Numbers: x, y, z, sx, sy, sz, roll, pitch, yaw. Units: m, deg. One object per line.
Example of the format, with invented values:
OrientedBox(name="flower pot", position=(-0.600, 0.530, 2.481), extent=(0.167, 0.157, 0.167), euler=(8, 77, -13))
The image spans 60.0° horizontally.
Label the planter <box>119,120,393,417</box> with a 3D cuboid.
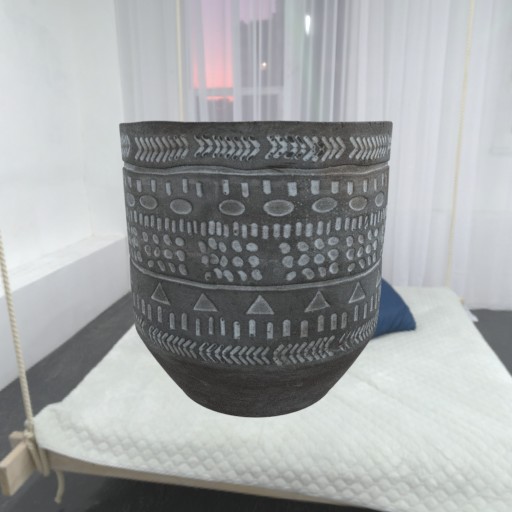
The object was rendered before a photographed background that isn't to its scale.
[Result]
OrientedBox(name="planter", position=(0.000, 0.000, 0.258), extent=(0.142, 0.149, 0.142), euler=(0, 16, 0))
